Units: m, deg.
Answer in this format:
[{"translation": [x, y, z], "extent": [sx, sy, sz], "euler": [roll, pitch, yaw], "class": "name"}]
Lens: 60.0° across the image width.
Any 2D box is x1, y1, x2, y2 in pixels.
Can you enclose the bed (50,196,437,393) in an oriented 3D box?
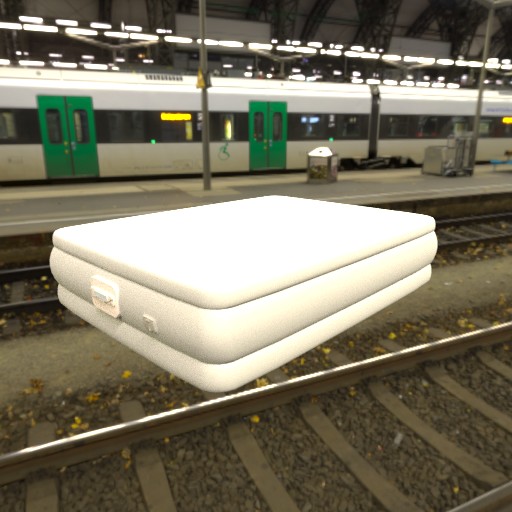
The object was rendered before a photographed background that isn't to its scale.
[{"translation": [0.000, 0.000, 2.723], "extent": [1.520, 0.460, 2.036], "euler": [15, 22, 42], "class": "bed"}]
